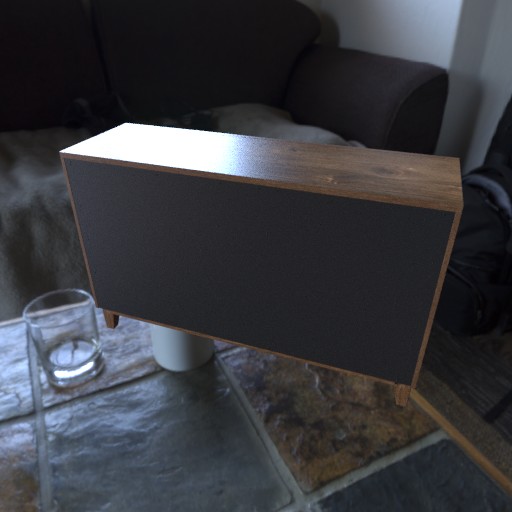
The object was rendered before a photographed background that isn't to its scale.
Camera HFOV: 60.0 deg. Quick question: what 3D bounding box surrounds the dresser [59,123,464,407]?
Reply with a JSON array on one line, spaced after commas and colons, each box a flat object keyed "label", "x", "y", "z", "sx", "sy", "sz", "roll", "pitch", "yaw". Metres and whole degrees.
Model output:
[{"label": "dresser", "x": 0.000, "y": 0.000, "z": 1.851, "sx": 1.400, "sy": 0.873, "sz": 0.446, "roll": 11, "pitch": 33, "yaw": 17}]
